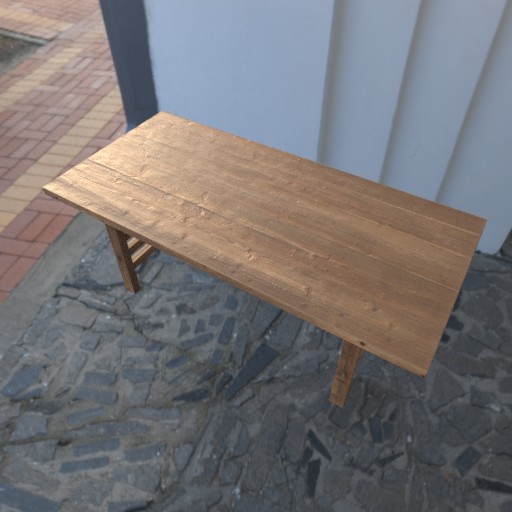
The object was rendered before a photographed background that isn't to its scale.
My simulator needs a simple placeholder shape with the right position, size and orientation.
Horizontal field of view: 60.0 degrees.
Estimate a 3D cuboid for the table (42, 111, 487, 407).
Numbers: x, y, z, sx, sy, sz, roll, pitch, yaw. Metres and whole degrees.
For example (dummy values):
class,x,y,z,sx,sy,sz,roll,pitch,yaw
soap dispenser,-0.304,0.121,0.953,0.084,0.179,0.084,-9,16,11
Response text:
class,x,y,z,sx,sy,sz,roll,pitch,yaw
table,0.000,0.000,2.467,2.003,0.760,0.952,24,51,22
